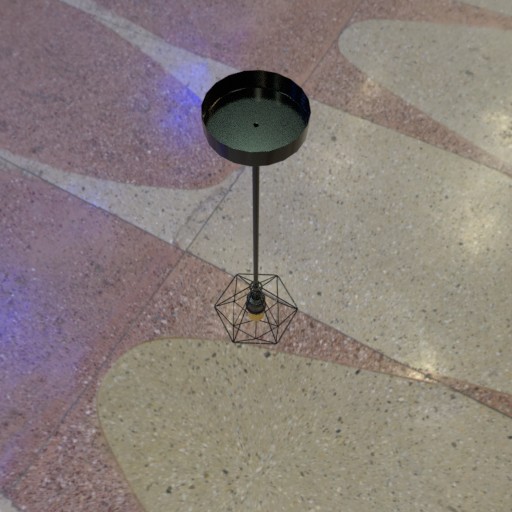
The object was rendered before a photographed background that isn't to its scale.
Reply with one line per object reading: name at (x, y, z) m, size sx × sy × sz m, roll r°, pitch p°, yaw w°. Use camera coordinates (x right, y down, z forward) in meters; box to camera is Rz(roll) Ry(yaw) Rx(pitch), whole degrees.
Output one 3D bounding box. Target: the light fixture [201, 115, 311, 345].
light fixture at (0.000, 0.000, 1.974) m, size 0.431 × 1.764 × 0.487 m, roll 29°, pitch 67°, yaw 14°
